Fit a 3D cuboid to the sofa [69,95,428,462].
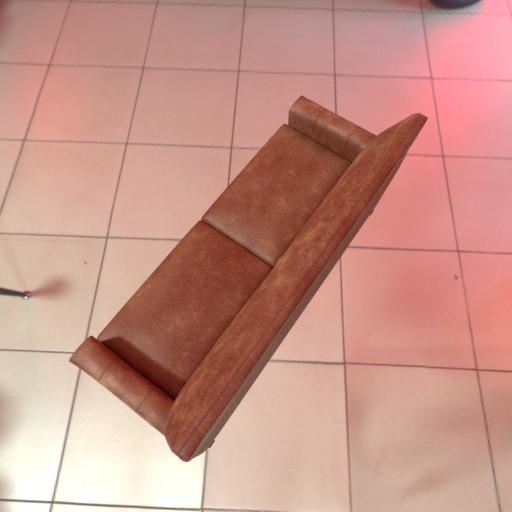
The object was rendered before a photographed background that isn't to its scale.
[{"bbox_3d":[0.000,0.000,2.506,0.805,0.947,2.053,33,69,14],"label":"sofa"}]
